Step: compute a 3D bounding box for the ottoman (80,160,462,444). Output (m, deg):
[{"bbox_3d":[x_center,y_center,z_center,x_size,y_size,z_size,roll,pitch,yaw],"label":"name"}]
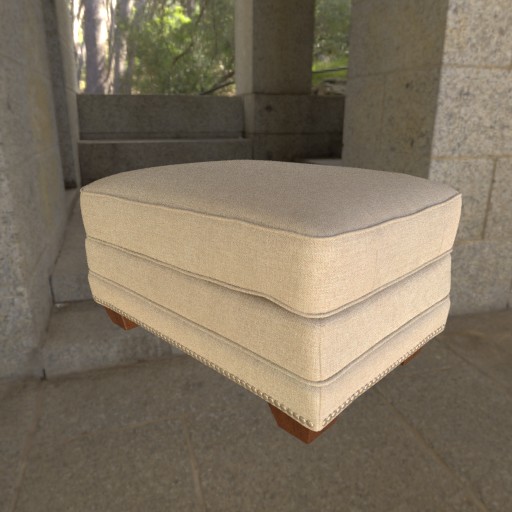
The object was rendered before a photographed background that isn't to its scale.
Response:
[{"bbox_3d":[0.000,0.000,1.120,0.813,0.458,0.559,17,24,42],"label":"ottoman"}]
